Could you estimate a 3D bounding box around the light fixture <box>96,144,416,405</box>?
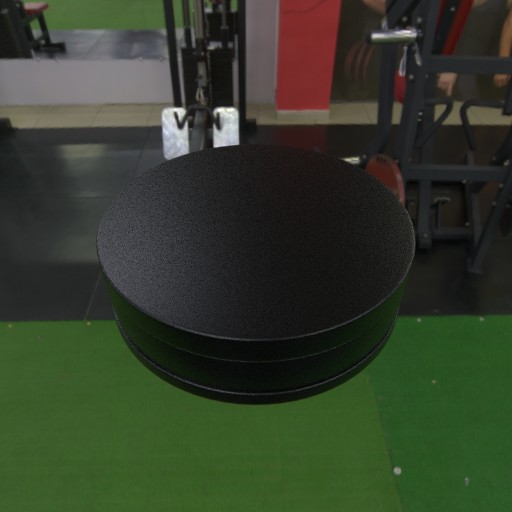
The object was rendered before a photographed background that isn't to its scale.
[{"bbox_3d":[0.000,0.000,0.433,0.283,0.097,0.283,0,41,0],"label":"light fixture"}]
